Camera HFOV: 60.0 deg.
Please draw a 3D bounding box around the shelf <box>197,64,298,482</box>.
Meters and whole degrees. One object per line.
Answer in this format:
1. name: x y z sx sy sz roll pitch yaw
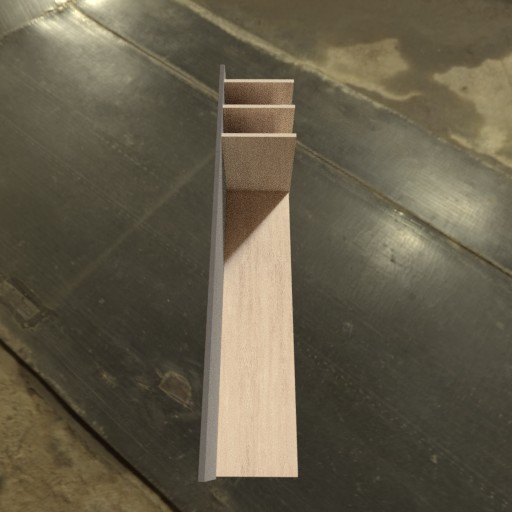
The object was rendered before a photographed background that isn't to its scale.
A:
1. shelf: 0.000 0.000 1.128 0.200 0.300 1.020 0 64 0
